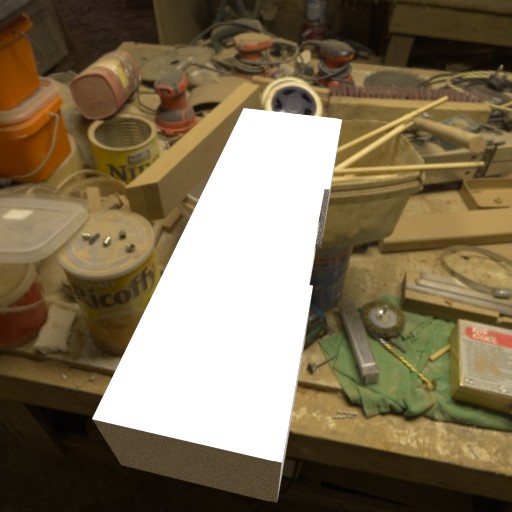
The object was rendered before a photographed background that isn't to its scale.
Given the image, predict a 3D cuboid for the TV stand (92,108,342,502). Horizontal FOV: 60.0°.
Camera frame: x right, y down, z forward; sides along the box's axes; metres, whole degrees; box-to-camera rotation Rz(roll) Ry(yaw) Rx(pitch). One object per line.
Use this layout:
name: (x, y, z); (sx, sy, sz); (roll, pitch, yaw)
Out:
TV stand: (0.000, 0.000, 1.518); (0.420, 0.310, 1.400); (9, 47, 9)
